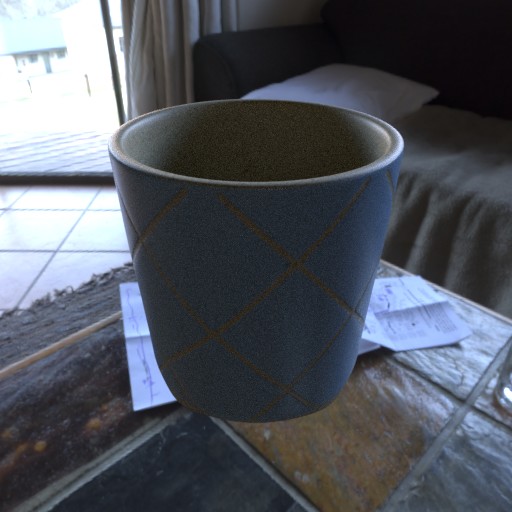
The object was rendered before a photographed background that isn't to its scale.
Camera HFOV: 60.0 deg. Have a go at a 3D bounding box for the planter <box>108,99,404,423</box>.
[{"bbox_3d":[0.000,0.000,0.414,0.227,0.235,0.227,0,32,0],"label":"planter"}]
